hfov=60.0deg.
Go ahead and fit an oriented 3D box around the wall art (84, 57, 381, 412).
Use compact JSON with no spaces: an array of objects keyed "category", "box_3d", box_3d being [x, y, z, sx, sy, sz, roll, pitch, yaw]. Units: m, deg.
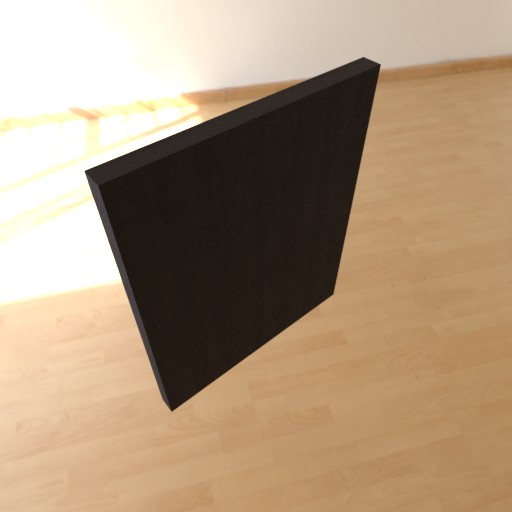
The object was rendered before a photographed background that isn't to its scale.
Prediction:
[{"category":"wall art","box_3d":[0.000,0.000,0.771,0.455,0.552,0.034,-31,54,-26]}]
